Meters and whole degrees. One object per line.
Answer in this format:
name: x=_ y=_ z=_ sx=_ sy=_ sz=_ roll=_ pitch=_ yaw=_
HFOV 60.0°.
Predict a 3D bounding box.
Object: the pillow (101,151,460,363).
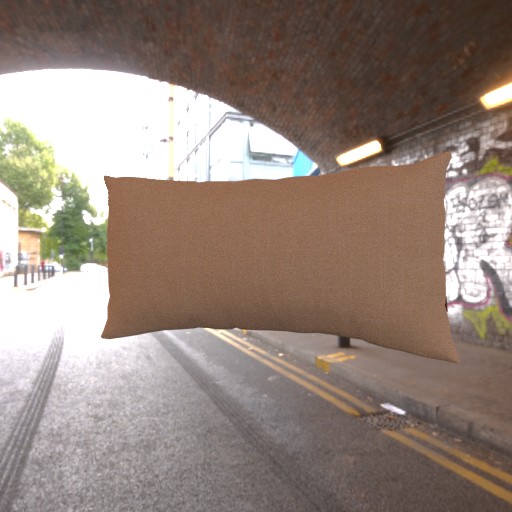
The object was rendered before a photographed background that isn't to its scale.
pillow: x=0.000 y=0.000 z=0.732 sx=0.612 sy=0.308 sz=0.148 roll=0 pitch=-1 yaw=19
